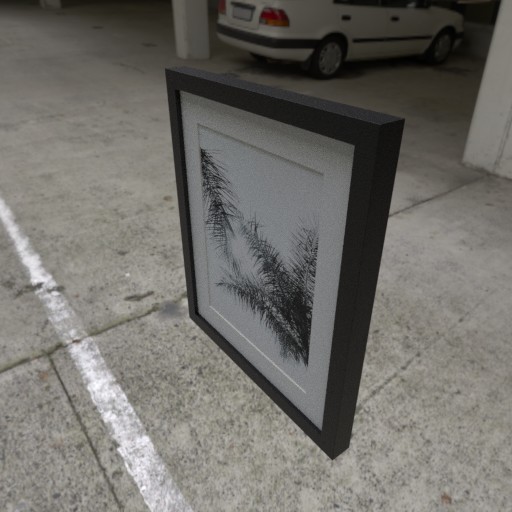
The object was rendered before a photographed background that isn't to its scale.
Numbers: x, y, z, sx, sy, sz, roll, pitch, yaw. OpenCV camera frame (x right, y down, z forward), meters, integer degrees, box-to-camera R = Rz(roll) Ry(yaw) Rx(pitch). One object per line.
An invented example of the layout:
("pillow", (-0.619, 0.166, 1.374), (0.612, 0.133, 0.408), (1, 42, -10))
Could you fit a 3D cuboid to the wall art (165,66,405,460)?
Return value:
("wall art", (0.000, 0.000, 0.527), (0.028, 0.380, 0.325), (-21, 37, -31))
